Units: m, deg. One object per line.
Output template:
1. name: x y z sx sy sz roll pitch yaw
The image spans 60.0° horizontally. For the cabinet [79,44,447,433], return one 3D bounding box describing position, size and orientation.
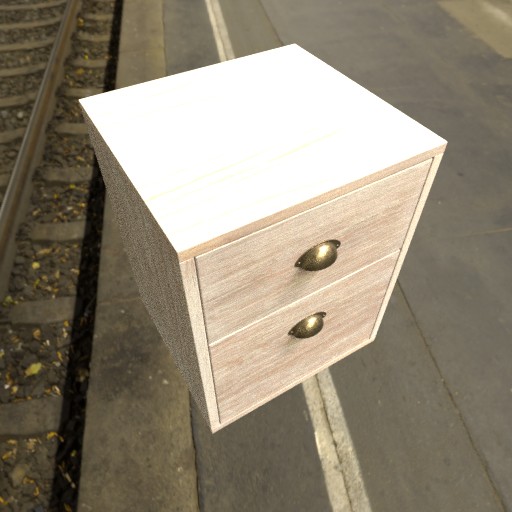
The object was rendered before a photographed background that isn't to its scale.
1. cabinet: 0.000 0.000 0.862 0.409 0.579 0.401 -24 52 -20
